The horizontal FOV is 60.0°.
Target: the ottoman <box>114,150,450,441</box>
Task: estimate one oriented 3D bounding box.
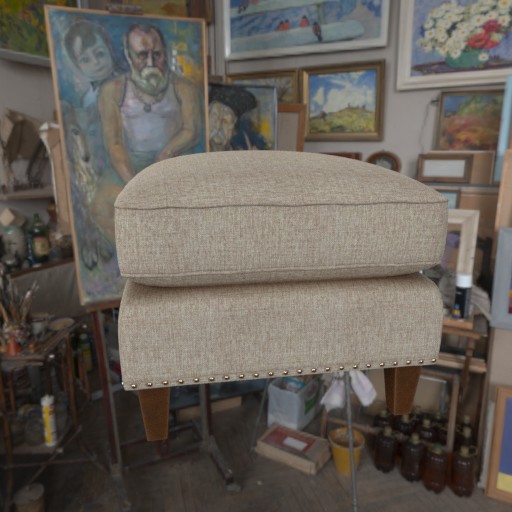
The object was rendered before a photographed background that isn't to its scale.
[{"bbox_3d":[0.000,0.000,1.106,0.584,0.513,0.741,-2,14,-9],"label":"ottoman"}]
